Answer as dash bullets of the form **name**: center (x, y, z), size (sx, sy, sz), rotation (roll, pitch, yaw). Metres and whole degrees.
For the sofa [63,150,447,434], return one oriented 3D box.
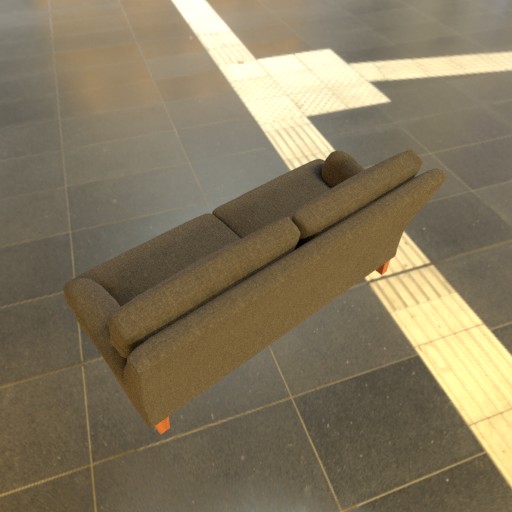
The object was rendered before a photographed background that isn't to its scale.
- **sofa**: center (0.000, 0.000, 2.797), size (2.160, 1.054, 1.087), rotation (-30, 53, -26)
